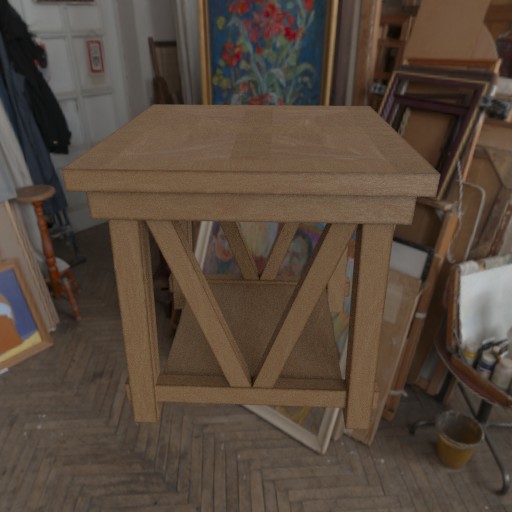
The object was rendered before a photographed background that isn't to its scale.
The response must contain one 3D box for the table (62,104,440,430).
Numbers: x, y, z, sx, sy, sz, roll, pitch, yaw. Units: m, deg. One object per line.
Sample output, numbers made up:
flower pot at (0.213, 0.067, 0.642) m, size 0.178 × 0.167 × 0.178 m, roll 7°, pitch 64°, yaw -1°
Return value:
table at (0.000, 0.000, 1.133) m, size 0.612 × 0.638 × 0.610 m, roll 1°, pitch 28°, yaw 2°
